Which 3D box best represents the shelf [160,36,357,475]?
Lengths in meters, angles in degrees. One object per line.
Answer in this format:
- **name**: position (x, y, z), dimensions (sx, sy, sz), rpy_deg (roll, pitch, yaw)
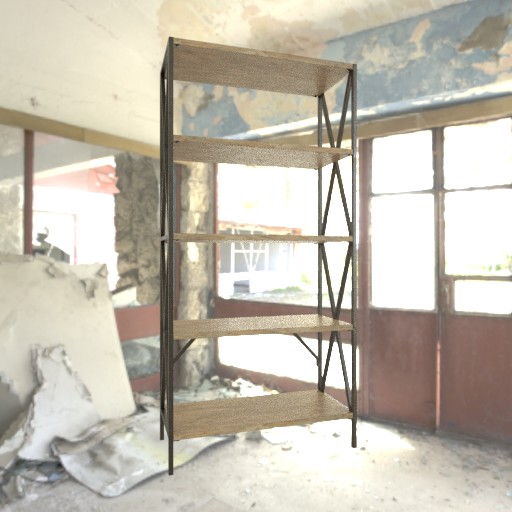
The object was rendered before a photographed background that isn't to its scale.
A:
- **shelf**: position (0.000, 0.000, 2.136), dimensions (0.874, 1.803, 0.386), rpy_deg (0, 0, -18)
